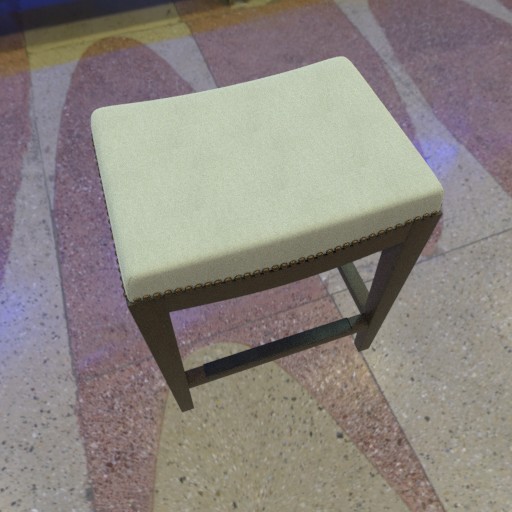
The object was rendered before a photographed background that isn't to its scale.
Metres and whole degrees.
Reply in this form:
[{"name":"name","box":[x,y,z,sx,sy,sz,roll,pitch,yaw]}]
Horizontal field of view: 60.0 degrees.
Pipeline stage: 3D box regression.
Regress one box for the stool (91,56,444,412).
[{"name":"stool","box":[0.000,0.000,0.940,0.500,0.642,0.361,-16,59,-10]}]
